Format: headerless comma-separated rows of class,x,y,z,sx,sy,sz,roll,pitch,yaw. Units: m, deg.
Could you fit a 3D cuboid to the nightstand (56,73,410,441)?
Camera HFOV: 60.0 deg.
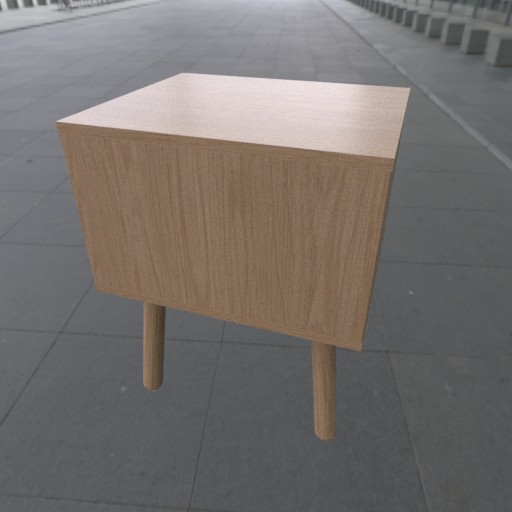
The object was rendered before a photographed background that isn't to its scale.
nightstand,0.000,0.000,0.850,0.450,0.571,0.380,10,34,16
